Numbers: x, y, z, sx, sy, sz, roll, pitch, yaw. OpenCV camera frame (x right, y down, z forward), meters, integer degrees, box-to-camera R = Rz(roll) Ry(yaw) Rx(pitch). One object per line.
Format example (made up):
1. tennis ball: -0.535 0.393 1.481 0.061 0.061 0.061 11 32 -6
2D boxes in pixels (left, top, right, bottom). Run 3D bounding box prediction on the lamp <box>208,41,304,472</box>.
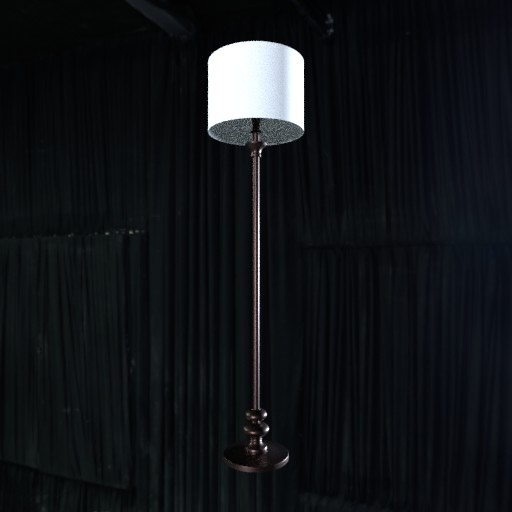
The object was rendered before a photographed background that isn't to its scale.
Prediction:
1. lamp: 0.000 0.000 1.651 0.356 1.487 0.356 0 -1 18
